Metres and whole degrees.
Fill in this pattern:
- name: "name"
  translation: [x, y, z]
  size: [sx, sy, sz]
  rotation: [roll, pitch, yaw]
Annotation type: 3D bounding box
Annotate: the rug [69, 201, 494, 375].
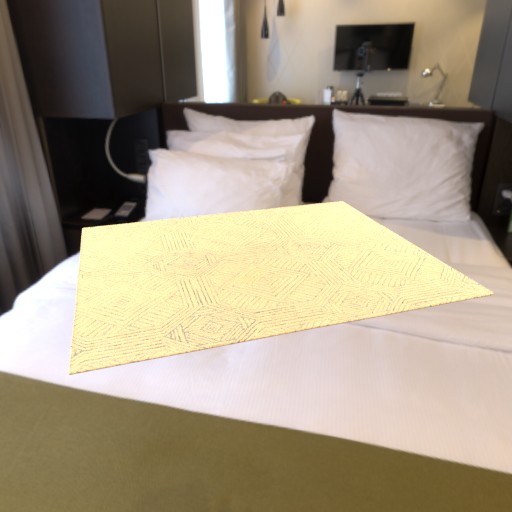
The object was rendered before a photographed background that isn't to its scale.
- name: "rug"
  translation: [0.000, 0.000, 4.029]
  size: [3.049, 0.015, 2.457]
  rotation: [-8, 26, -16]
